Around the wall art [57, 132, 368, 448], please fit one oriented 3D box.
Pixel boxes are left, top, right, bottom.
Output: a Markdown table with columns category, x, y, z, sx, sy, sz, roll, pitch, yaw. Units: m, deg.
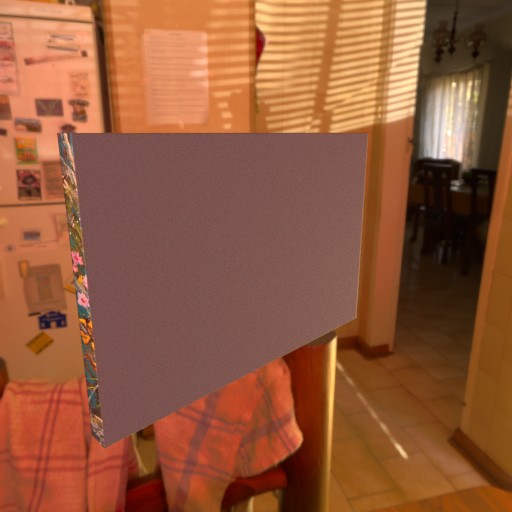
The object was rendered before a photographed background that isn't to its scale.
| category | x | y | z | sx | sy | sz | roll | pitch | yaw |
| --- | --- | --- | --- | --- | --- | --- | --- | --- | --- |
| wall art | 0.000 | 0.000 | 0.758 | 0.037 | 0.406 | 0.610 | 15 | 22 | 43 |
